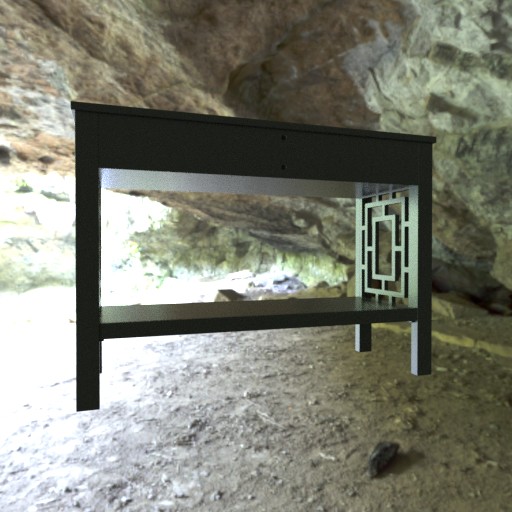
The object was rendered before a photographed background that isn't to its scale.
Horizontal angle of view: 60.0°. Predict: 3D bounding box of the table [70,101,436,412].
[{"bbox_3d":[0.000,0.000,1.422,1.068,0.753,0.397,0,1,-18],"label":"table"}]
